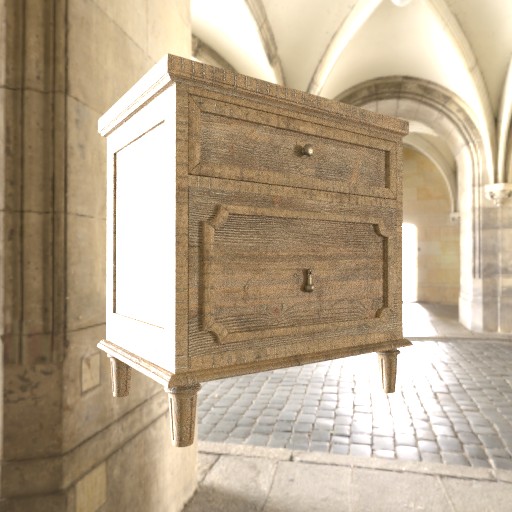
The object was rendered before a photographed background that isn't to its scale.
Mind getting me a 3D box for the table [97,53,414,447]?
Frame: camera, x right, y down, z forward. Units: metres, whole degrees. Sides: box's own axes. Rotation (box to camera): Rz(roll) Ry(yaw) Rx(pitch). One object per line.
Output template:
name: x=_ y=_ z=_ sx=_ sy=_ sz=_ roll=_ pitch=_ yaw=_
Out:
table: x=0.000 y=0.000 z=1.155 sx=0.686 sy=0.711 sz=0.457 roll=0 pitch=-1 yaw=-35
